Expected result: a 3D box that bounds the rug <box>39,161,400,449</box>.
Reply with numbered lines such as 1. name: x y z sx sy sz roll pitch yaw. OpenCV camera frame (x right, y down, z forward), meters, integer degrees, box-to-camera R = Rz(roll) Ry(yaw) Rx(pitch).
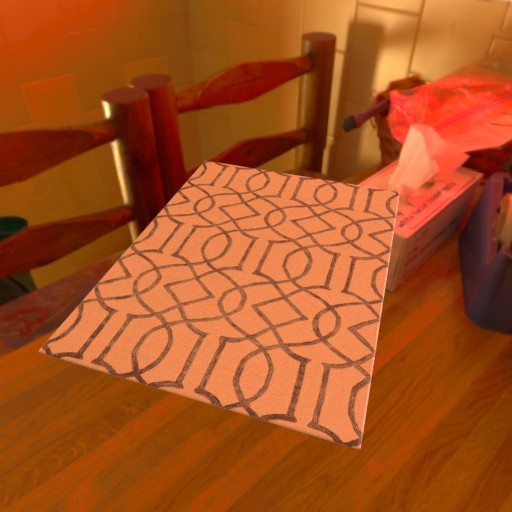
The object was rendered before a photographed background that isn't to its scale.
1. rug: 0.000 0.000 3.850 2.211 0.021 2.910 12 41 14
